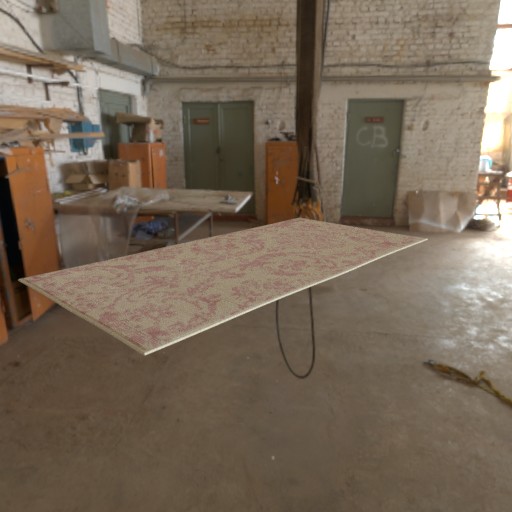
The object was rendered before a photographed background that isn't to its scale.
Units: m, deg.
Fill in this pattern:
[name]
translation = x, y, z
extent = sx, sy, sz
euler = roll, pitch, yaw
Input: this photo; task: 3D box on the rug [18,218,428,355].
[rug]
translation = 0.000, 0.000, 1.414
extent = 0.604, 0.007, 1.219
euler = 14, 21, 41
